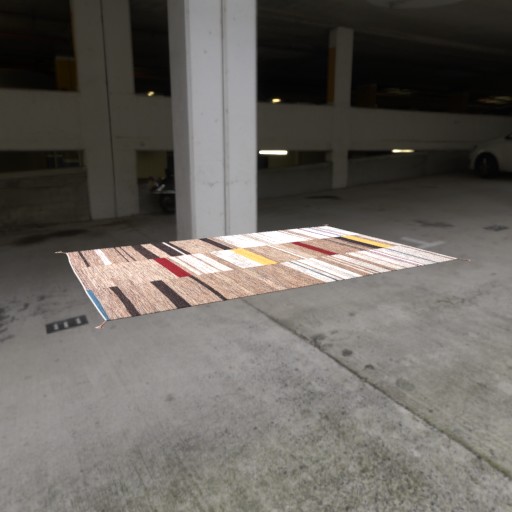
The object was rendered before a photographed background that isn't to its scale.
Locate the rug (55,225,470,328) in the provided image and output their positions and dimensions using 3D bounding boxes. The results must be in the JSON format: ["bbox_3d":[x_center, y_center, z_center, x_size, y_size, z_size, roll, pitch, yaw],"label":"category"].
[{"bbox_3d":[0.000,0.000,2.412,1.918,0.007,1.268,-7,16,-28],"label":"rug"}]
